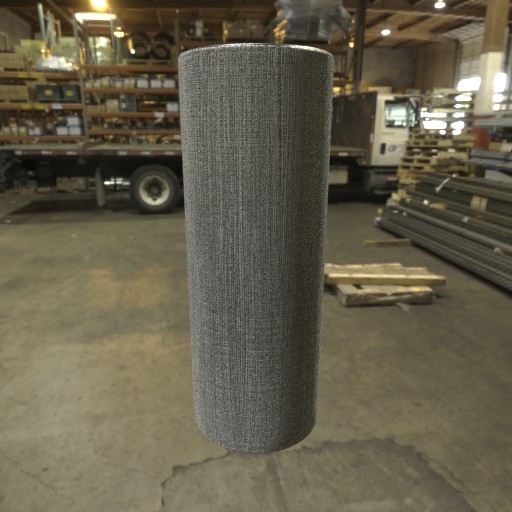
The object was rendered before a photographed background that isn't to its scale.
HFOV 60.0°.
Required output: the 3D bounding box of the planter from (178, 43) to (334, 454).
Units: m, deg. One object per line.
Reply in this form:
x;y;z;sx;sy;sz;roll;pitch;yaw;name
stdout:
0.000;0.000;0.326;0.100;0.270;0.100;-3;17;-9;planter
